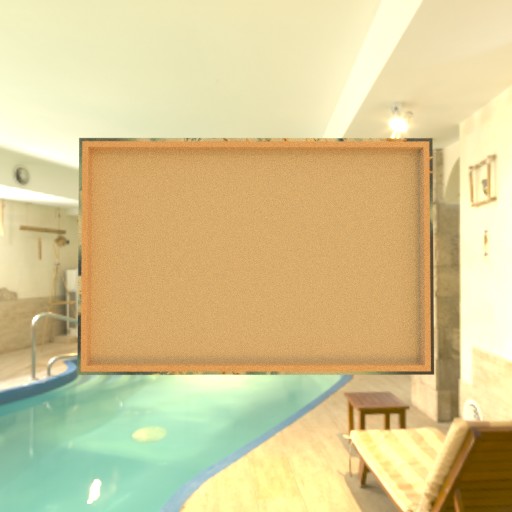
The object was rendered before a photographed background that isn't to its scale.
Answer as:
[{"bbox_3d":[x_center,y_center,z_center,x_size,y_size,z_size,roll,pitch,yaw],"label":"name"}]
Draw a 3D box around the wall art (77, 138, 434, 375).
[{"bbox_3d":[0.000,0.000,1.157,0.912,0.608,0.038,0,-1,0],"label":"wall art"}]
